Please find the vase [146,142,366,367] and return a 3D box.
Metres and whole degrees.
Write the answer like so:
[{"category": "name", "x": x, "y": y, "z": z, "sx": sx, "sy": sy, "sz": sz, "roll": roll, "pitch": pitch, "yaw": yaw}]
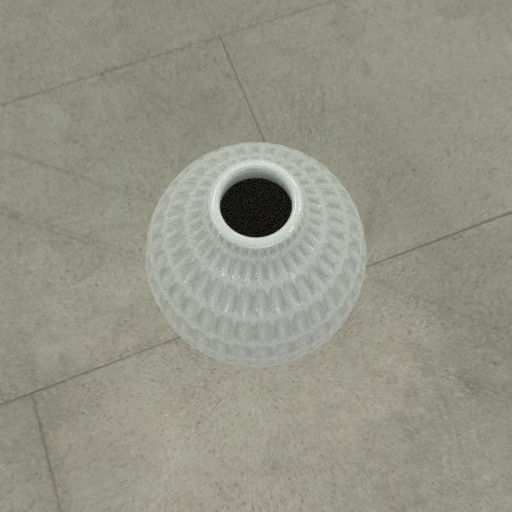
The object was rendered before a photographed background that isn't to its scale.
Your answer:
[{"category": "vase", "x": 0.000, "y": 0.000, "z": 0.334, "sx": 0.162, "sy": 0.223, "sz": 0.162, "roll": 0, "pitch": 75, "yaw": 0}]
